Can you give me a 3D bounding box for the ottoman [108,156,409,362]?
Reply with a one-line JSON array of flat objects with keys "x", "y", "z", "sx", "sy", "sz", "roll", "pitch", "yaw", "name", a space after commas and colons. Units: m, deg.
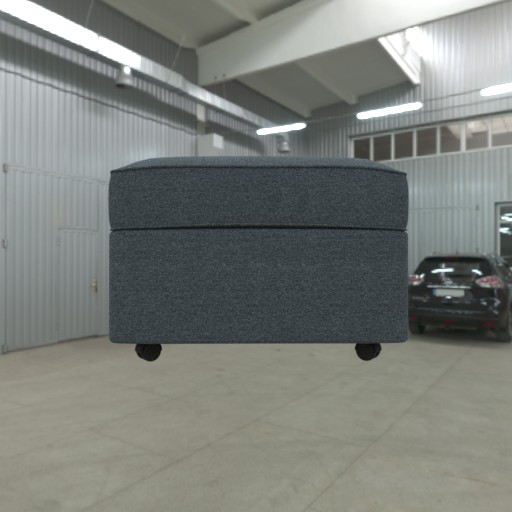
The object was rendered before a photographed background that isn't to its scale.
[{"x": 0.000, "y": 0.000, "z": 1.549, "sx": 0.681, "sy": 0.494, "sz": 1.173, "roll": 0, "pitch": 0, "yaw": -1, "name": "ottoman"}]
